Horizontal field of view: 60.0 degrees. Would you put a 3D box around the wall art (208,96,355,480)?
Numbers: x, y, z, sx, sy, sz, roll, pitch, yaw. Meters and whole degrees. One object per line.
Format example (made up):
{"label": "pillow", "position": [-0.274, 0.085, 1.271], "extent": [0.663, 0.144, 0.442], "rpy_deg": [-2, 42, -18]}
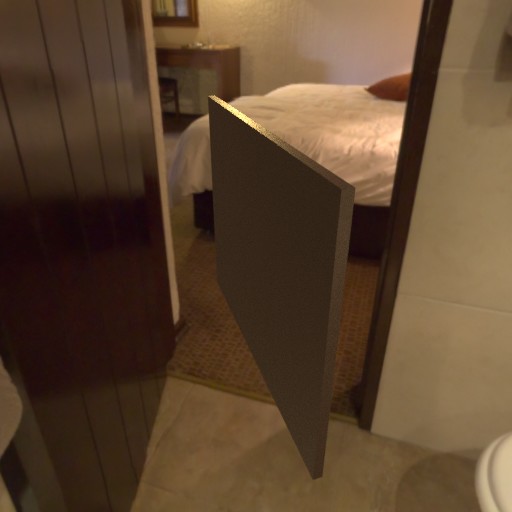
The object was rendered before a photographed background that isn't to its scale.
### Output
{"label": "wall art", "position": [0.000, 0.000, 1.651], "extent": [0.034, 0.952, 1.207], "rpy_deg": [-9, 30, -16]}
